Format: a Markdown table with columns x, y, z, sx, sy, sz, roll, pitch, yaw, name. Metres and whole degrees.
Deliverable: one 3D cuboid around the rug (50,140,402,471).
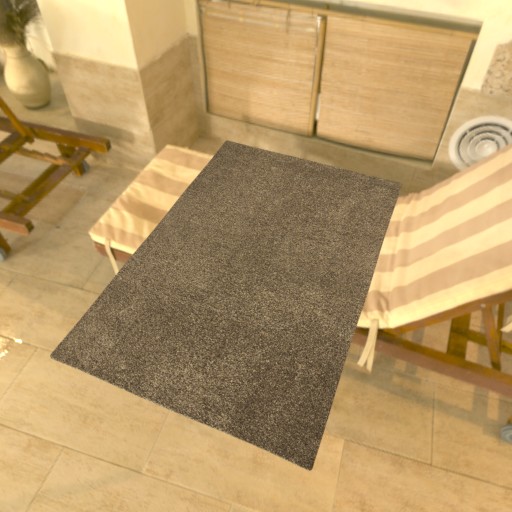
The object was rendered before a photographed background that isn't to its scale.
| x | y | z | sx | sy | sz | roll | pitch | yaw | name |
| --- | --- | --- | --- | --- | --- | --- | --- | --- | --- |
| 0.000 | 0.000 | 3.501 | 1.802 | 0.026 | 2.699 | 17 | 50 | 15 | rug |
